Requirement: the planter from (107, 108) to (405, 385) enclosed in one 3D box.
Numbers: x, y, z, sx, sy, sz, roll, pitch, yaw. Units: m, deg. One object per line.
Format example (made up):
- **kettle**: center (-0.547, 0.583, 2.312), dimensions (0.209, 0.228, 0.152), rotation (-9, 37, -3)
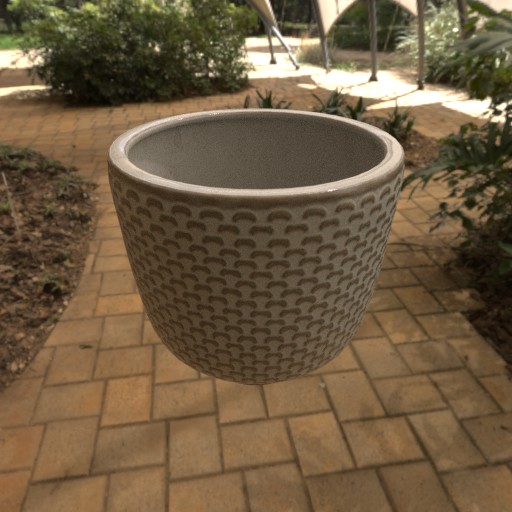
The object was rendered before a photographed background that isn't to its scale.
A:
- **planter**: center (0.000, 0.000, 0.303), dimensions (0.173, 0.160, 0.173), rotation (0, 31, 0)
